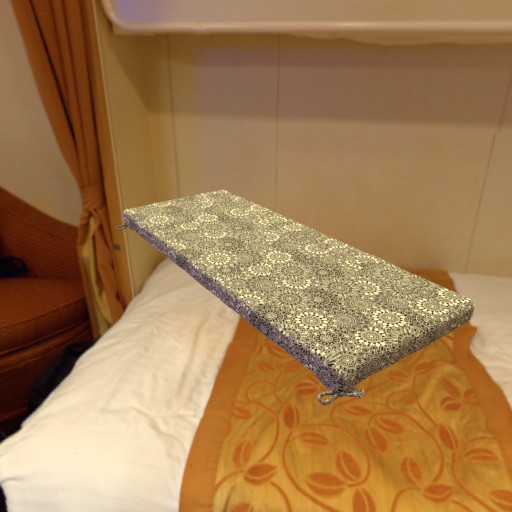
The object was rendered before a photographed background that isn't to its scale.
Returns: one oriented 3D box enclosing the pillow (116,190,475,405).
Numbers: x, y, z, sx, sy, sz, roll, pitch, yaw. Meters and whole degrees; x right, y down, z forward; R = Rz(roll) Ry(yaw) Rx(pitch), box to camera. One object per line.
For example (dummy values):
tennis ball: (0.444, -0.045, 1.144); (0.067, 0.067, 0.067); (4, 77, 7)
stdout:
pillow: (0.000, 0.000, 1.364); (0.492, 0.081, 1.187); (-17, 30, -32)
